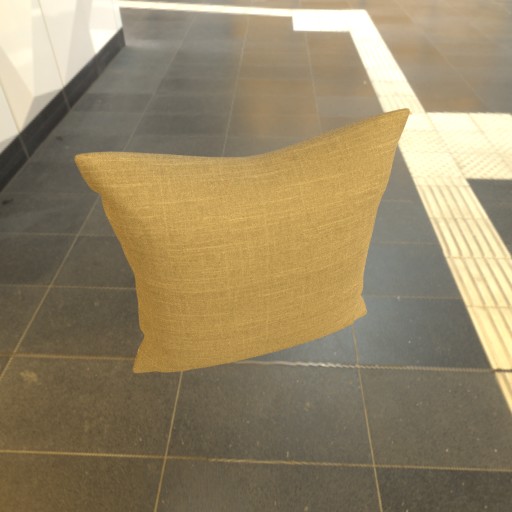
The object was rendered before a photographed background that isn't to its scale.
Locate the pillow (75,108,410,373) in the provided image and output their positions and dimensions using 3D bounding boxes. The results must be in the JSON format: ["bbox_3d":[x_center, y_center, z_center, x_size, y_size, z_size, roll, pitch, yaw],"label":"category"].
[{"bbox_3d":[0.000,0.000,0.650,0.424,0.400,0.169,-12,43,-13],"label":"pillow"}]
